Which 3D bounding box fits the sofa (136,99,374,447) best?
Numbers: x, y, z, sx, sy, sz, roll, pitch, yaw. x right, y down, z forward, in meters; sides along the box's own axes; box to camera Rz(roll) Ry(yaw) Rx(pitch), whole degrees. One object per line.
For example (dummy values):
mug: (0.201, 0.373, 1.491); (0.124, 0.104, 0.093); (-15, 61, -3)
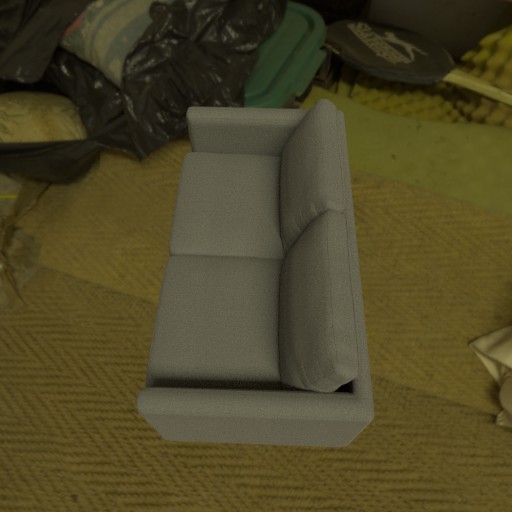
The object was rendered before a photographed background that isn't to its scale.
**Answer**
sofa: (0.000, 0.000, 2.285); (0.940, 0.866, 1.713); (2, 57, 1)
